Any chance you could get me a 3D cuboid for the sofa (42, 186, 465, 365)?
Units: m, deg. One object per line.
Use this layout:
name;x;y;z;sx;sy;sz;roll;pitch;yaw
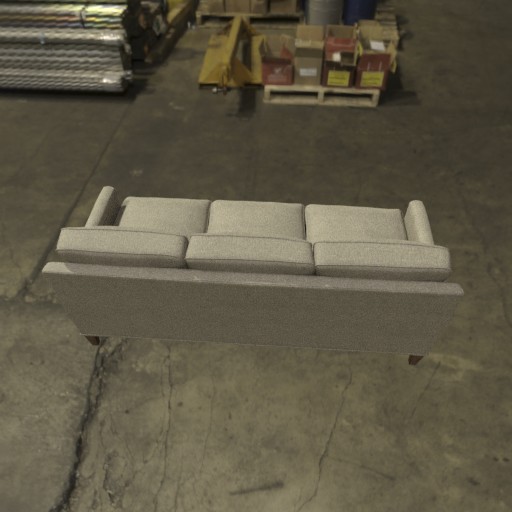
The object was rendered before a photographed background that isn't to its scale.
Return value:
sofa;0.000;0.000;2.861;2.246;1.003;1.084;3;46;3
